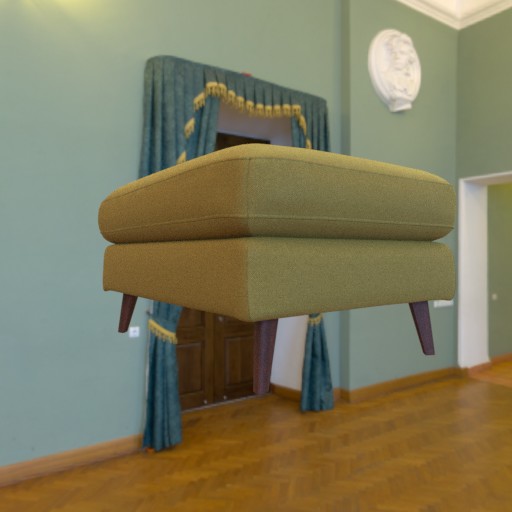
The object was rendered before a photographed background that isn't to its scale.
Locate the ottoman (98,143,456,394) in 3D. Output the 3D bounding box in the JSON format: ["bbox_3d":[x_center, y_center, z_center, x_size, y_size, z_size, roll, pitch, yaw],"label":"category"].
[{"bbox_3d":[0.000,0.000,1.160,0.608,0.449,0.811,0,0,-35],"label":"ottoman"}]
